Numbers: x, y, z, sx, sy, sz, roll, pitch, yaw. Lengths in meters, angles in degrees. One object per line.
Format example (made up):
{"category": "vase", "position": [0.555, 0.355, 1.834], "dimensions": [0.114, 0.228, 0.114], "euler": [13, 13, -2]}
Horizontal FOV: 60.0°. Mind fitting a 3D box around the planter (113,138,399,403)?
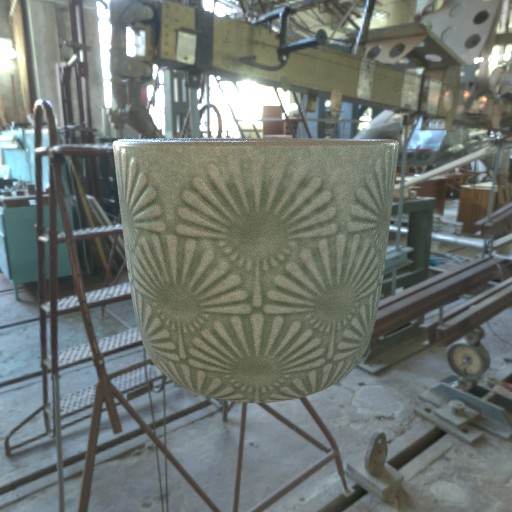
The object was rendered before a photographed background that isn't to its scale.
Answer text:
{"category": "planter", "position": [0.000, 0.000, 0.215], "dimensions": [0.124, 0.109, 0.124], "euler": [0, 15, 0]}
